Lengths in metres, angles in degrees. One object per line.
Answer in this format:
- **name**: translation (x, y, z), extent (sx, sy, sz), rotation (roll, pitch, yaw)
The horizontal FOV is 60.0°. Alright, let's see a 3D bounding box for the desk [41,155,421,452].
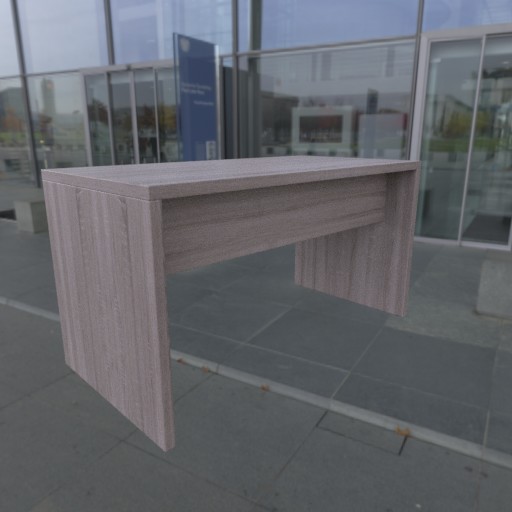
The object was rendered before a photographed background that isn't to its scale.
- **desk**: translation (0.000, 0.000, 1.840), extent (1.380, 0.745, 0.690), rotation (-15, 21, -42)
